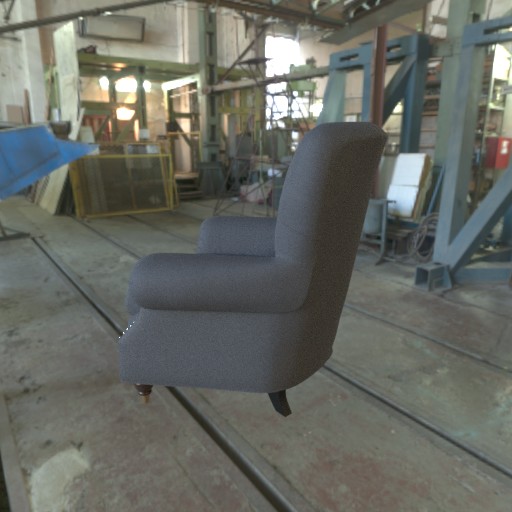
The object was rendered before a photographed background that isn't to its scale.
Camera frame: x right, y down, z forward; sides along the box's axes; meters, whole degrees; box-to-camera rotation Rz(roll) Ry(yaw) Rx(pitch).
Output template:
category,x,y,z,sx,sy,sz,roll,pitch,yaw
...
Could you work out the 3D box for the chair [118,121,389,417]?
category,x,y,z,sx,sy,sz,roll,pitch,yaw
chair,0.000,0.000,1.834,0.983,1.046,0.983,3,15,10
